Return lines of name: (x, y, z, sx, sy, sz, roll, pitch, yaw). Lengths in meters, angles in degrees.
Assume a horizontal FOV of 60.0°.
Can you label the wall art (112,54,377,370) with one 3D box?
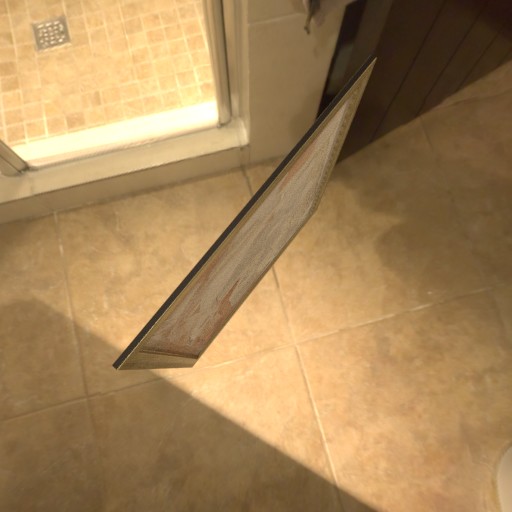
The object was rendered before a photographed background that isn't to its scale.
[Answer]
wall art: (0.000, 0.000, 0.782, 0.009, 0.559, 0.483, 37, 79, 8)
